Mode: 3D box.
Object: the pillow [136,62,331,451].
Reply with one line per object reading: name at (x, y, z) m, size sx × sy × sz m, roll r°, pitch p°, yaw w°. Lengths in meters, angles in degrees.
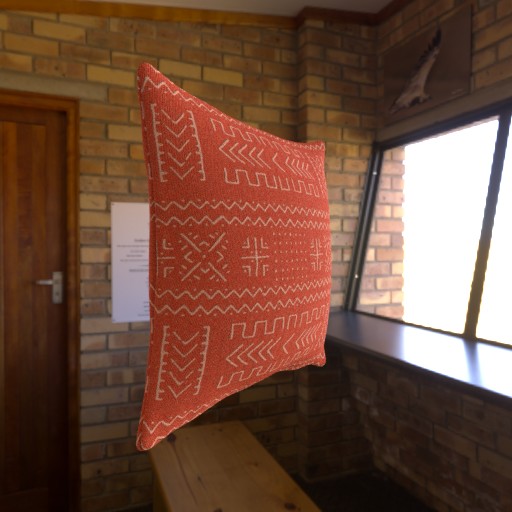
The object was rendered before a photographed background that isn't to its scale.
pillow at (0.000, 0.000, 0.661) m, size 0.164 × 0.429 × 0.438 m, roll 1°, pitch 1°, yaw 36°
